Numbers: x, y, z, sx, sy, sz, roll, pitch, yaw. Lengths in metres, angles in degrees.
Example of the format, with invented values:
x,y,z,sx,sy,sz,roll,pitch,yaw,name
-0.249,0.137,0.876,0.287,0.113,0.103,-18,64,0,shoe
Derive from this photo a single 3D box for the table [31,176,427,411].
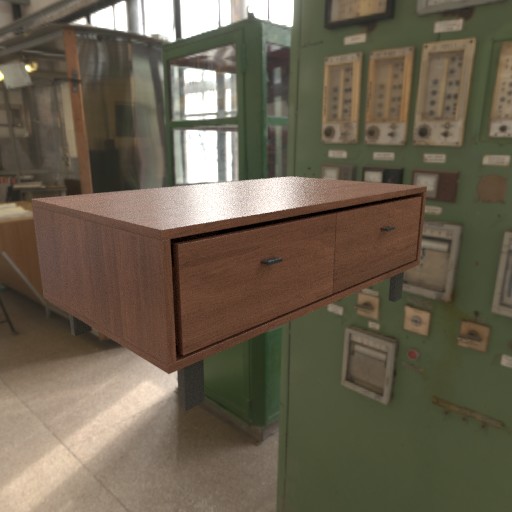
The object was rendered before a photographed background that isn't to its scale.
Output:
x,y,z,sx,sy,sz,roll,pitch,yaw,name
0.000,0.000,1.323,0.600,0.380,1.020,14,20,43,table
